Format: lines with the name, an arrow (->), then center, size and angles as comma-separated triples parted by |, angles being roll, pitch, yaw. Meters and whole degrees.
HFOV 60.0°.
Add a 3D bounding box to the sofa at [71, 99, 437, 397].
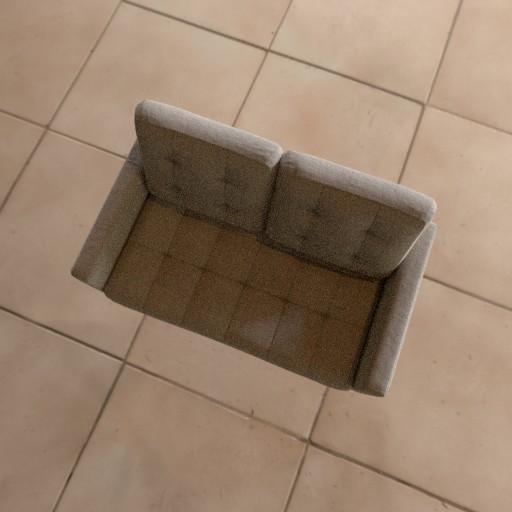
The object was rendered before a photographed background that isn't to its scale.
sofa -> 0.000, 0.000, 2.011 | 1.407, 0.907, 0.842 | 20, 77, 5
